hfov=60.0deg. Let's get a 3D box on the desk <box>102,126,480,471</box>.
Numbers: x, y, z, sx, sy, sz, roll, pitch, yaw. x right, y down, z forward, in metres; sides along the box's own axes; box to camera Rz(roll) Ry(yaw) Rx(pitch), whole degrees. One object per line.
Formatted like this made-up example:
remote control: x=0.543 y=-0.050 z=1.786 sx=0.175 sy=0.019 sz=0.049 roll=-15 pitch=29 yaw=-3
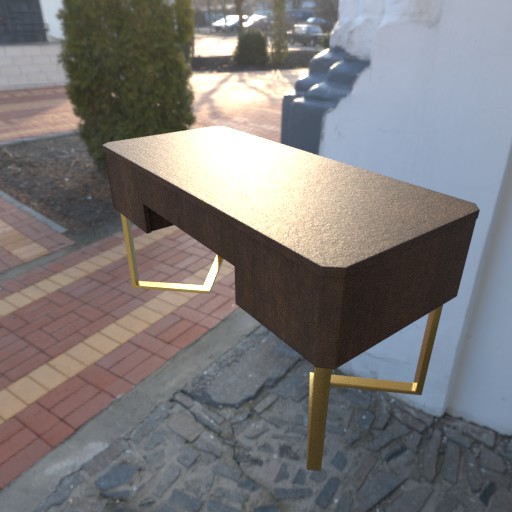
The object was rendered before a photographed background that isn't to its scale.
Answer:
desk: x=0.000 y=0.000 z=1.877 sx=0.684 sy=0.762 sz=1.479 roll=-20 pitch=34 yaw=-32
